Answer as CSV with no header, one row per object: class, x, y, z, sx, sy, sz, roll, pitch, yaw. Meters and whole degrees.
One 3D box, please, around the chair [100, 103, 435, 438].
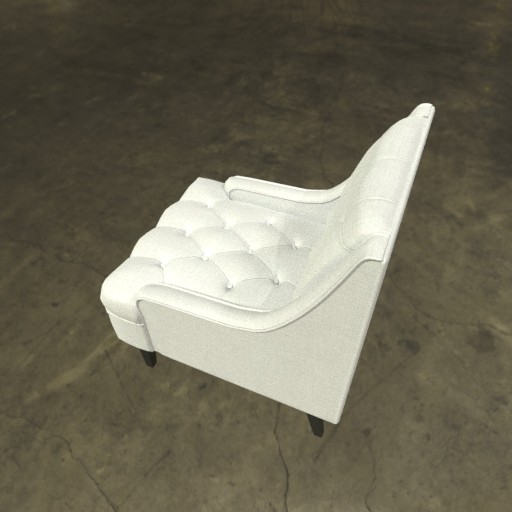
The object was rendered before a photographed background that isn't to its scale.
chair,0.000,0.000,1.390,0.772,0.891,0.658,17,48,16
